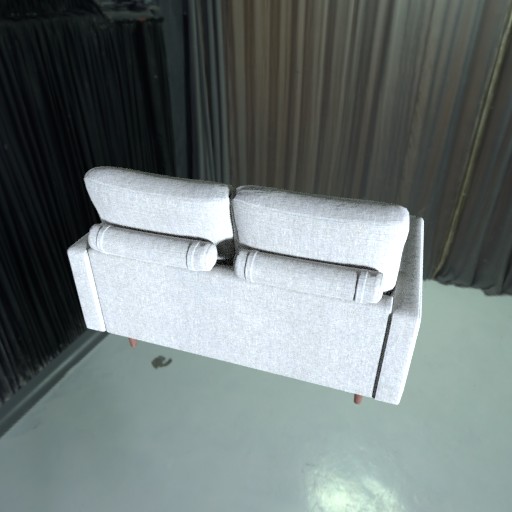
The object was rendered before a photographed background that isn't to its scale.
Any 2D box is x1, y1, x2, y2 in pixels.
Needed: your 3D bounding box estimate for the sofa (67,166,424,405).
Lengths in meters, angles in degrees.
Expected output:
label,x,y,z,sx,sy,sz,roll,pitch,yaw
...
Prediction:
label,x,y,z,sx,sy,sz,roll,pitch,yaw
sofa,0.000,0.000,2.014,1.407,0.907,0.842,10,33,16
